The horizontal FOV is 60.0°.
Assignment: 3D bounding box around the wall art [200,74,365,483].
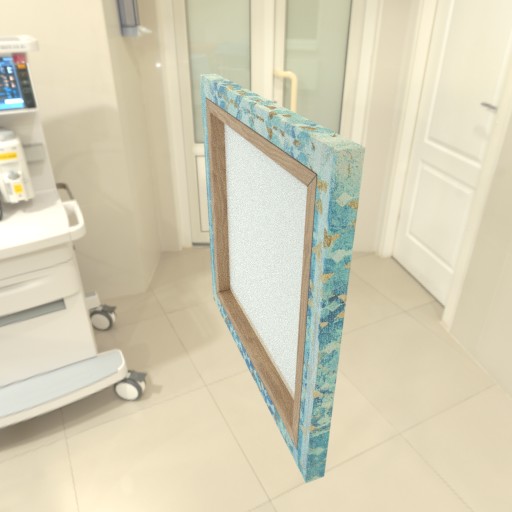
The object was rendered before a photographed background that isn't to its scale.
[{"bbox_3d":[0.000,0.000,0.897,0.040,0.609,0.609,-11,32,-18],"label":"wall art"}]
